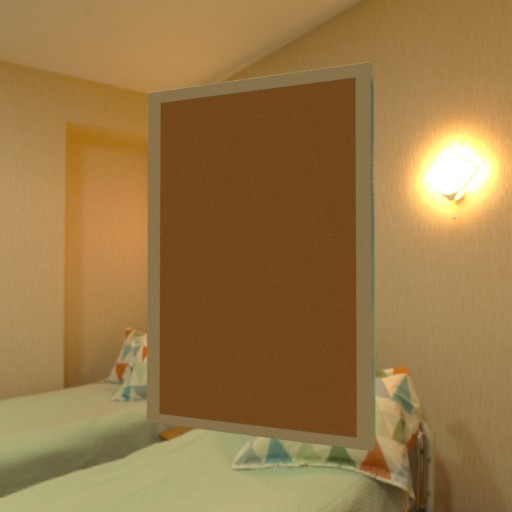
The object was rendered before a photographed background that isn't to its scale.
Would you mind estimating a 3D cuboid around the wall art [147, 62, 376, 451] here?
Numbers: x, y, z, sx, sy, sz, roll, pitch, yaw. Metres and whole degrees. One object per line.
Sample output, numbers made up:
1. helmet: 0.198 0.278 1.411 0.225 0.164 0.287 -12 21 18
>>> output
1. wall art: 0.000 0.000 0.488 0.251 0.380 0.039 0 -1 18
